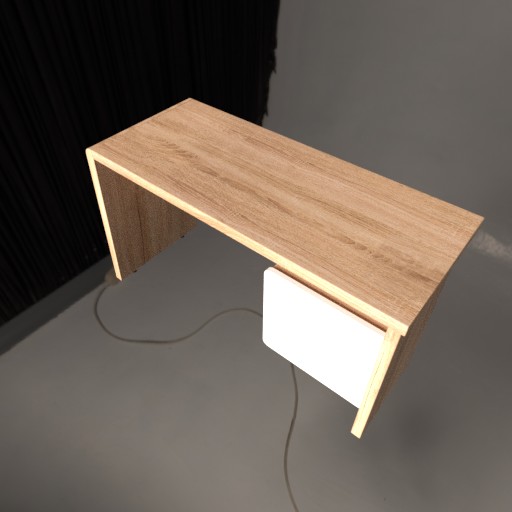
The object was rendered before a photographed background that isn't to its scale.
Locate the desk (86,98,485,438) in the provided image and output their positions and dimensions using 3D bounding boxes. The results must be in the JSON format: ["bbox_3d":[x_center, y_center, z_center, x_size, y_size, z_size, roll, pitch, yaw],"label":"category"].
[{"bbox_3d":[0.000,0.000,1.698,1.300,0.750,0.500,30,52,27],"label":"desk"}]
